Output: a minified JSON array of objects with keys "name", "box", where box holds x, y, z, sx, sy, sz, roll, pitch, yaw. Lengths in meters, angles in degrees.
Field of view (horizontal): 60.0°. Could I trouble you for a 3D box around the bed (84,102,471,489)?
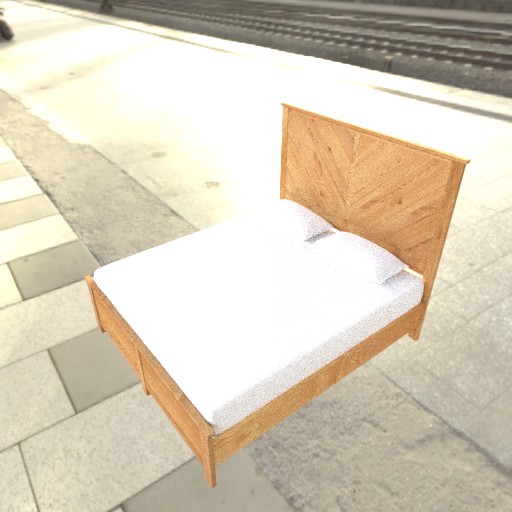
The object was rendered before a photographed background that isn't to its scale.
[{"name":"bed","box":[0.000,0.000,3.553,2.201,1.686,1.936,-23,40,-31]}]
